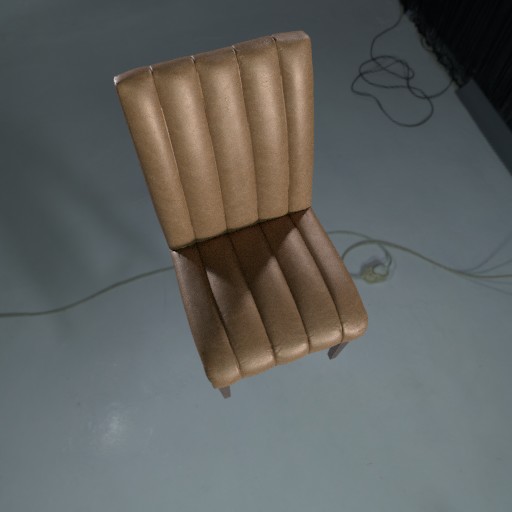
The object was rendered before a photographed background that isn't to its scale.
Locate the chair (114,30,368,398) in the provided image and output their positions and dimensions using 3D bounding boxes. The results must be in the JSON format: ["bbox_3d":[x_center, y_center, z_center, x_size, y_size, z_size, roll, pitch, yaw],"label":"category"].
[{"bbox_3d":[0.000,0.000,1.361,0.511,1.016,0.647,-18,65,-9],"label":"chair"}]
